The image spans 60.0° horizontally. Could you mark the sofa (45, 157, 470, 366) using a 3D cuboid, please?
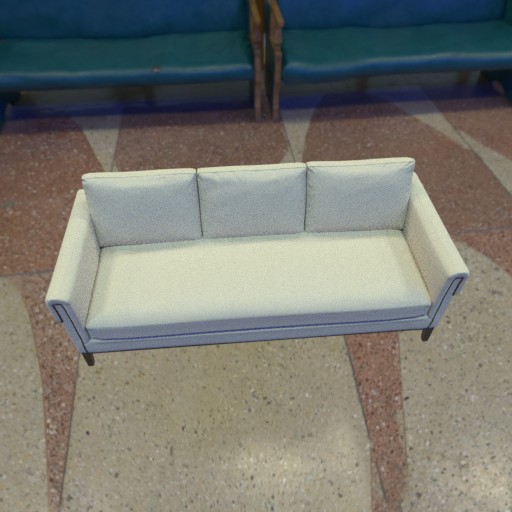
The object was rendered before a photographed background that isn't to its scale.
[{"bbox_3d":[0.000,0.000,2.707,2.198,0.911,0.902,-4,47,-3],"label":"sofa"}]
